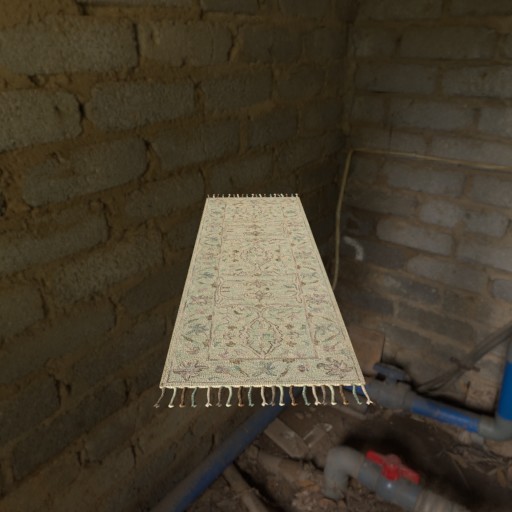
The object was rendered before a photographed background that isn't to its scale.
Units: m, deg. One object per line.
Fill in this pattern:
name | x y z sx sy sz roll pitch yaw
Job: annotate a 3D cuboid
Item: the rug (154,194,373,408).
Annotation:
rug | 0.000 0.000 2.646 0.769 0.013 2.440 -1 25 -1
